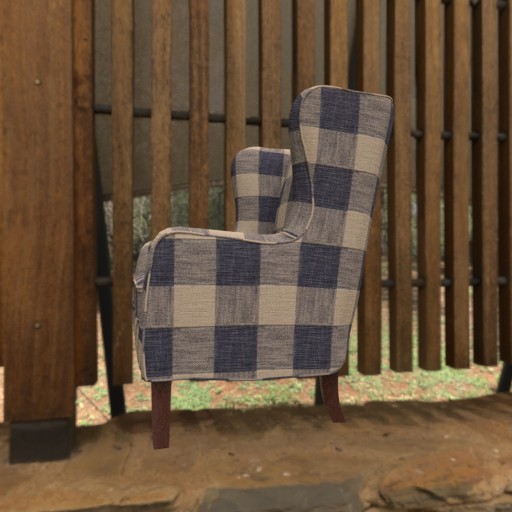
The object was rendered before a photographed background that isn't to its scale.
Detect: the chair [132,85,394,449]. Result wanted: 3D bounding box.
[{"bbox_3d":[0.000,0.000,1.669,0.889,1.041,0.830,0,-1,-17],"label":"chair"}]
